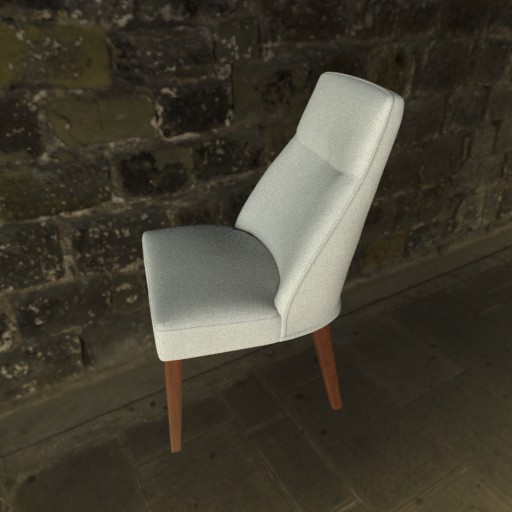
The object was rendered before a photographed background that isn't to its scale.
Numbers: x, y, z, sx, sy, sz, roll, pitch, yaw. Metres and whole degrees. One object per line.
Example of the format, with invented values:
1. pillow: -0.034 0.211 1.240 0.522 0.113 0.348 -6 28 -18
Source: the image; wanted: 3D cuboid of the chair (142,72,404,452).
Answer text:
1. chair: 0.000 0.000 1.267 0.620 0.930 0.500 -8 31 -14
